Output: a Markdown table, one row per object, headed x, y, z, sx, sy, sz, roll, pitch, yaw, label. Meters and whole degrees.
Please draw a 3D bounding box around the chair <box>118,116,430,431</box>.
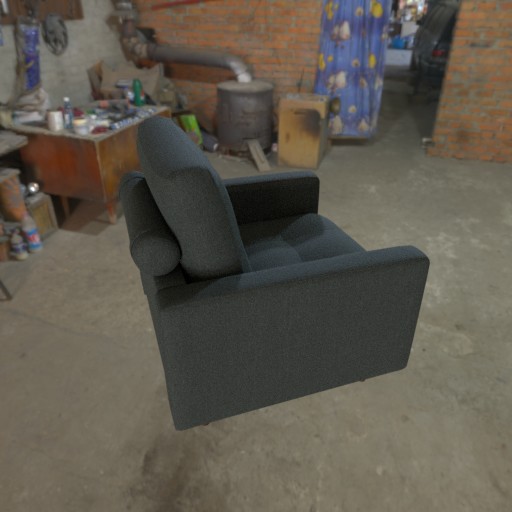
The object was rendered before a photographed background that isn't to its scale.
| x | y | z | sx | sy | sz | roll | pitch | yaw | label |
| --- | --- | --- | --- | --- | --- | --- | --- | --- | --- |
| 0.000 | 0.000 | 1.552 | 0.843 | 0.880 | 0.821 | -10 | 31 | -17 | chair |
